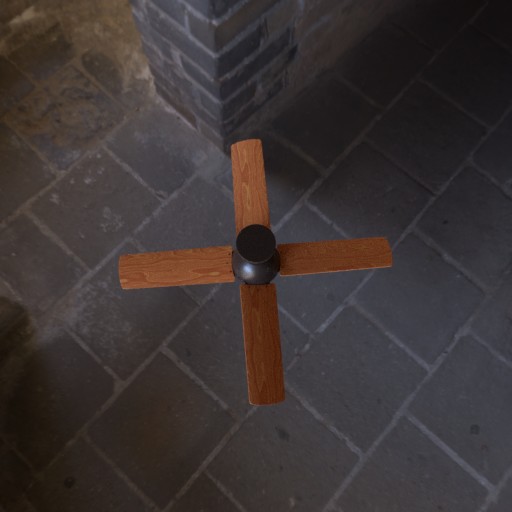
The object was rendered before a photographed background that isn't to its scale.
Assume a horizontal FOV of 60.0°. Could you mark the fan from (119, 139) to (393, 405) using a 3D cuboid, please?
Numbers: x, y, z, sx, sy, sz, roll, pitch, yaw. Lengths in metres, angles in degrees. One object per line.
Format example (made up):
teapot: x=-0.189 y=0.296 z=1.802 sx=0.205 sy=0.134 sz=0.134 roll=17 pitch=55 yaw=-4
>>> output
fan: x=0.000 y=0.000 z=2.068 sx=1.332 sy=0.403 sz=1.332 roll=-4 pitch=74 yaw=-1
